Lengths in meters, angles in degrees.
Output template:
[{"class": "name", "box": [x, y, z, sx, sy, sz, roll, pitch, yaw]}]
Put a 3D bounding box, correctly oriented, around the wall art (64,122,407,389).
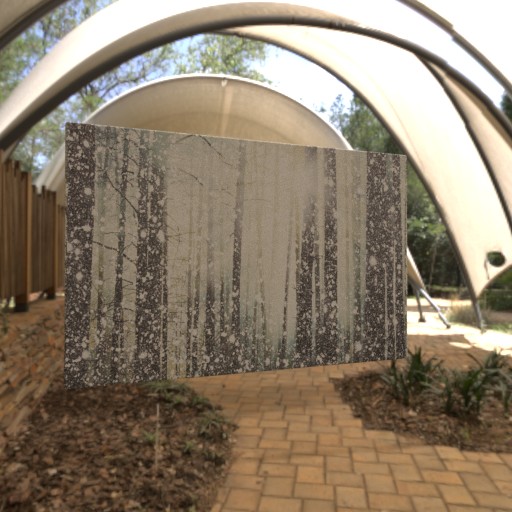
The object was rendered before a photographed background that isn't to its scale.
[{"class": "wall art", "box": [0.000, 0.000, 0.781, 0.618, 0.398, 0.042, 0, -1, -20]}]
